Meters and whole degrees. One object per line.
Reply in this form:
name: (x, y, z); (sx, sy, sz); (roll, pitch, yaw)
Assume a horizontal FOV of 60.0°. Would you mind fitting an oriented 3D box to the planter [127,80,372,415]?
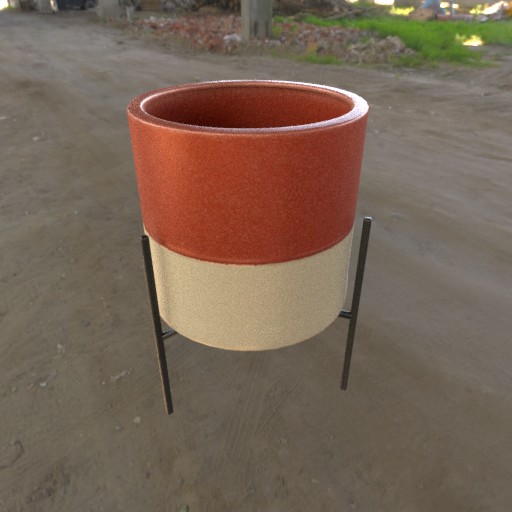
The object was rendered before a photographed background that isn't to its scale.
planter: (0.000, 0.000, 0.524); (0.251, 0.354, 0.235); (11, 33, 18)
